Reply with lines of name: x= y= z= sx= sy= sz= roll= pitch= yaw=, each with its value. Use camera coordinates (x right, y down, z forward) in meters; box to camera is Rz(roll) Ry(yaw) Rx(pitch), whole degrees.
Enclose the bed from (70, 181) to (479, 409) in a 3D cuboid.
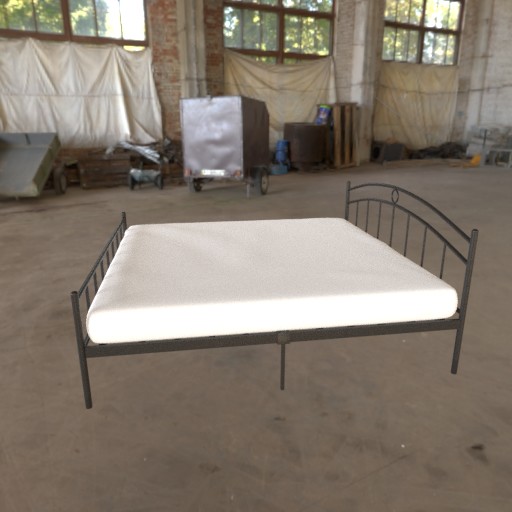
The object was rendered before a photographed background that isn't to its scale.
bed: x=0.000 y=0.000 z=3.129 sx=2.040 sy=0.940 sz=1.880 roll=-3 pitch=18 yaw=-9
